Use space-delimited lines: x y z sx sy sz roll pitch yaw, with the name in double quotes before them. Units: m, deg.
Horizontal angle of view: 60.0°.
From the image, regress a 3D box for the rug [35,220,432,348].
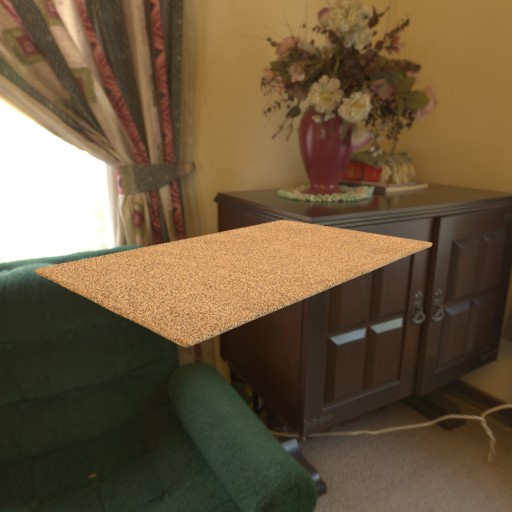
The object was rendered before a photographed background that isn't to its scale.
"rug" 0.000 0.000 3.122 1.524 0.030 2.438 13 20 42
